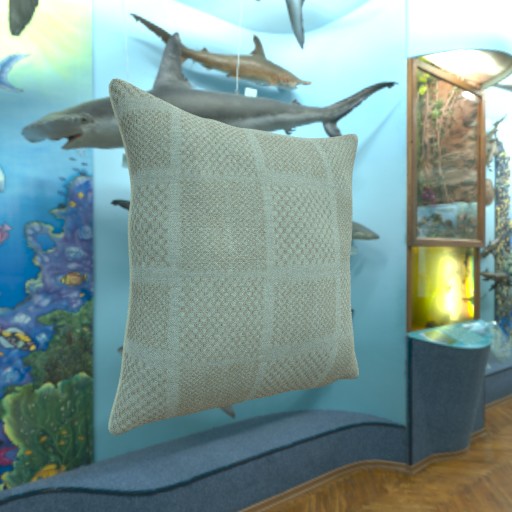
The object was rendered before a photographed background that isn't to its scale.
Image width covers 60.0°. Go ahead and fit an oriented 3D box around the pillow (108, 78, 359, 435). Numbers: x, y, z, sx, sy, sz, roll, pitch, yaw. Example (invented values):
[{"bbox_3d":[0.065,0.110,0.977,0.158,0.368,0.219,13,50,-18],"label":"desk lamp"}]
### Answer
[{"bbox_3d":[0.000,0.000,0.662,0.436,0.432,0.138,0,0,-35],"label":"pillow"}]
